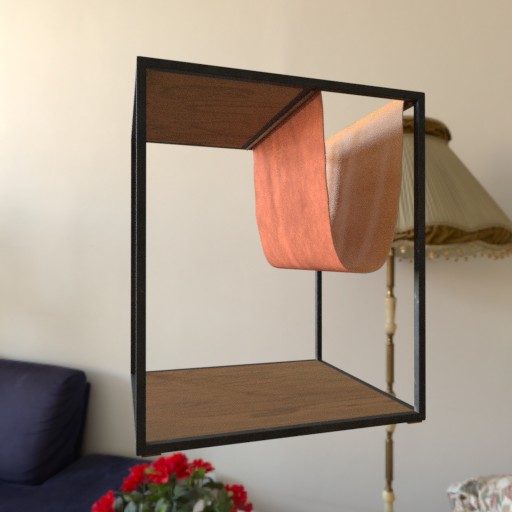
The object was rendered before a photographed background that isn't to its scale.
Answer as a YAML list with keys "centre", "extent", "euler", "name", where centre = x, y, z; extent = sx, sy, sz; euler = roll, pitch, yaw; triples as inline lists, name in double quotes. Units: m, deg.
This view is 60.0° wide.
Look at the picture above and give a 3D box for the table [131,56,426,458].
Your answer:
- centre: [0.000, 0.000, 0.840]
  extent: [0.450, 0.536, 0.399]
  euler: [0, 0, -17]
  name: "table"
